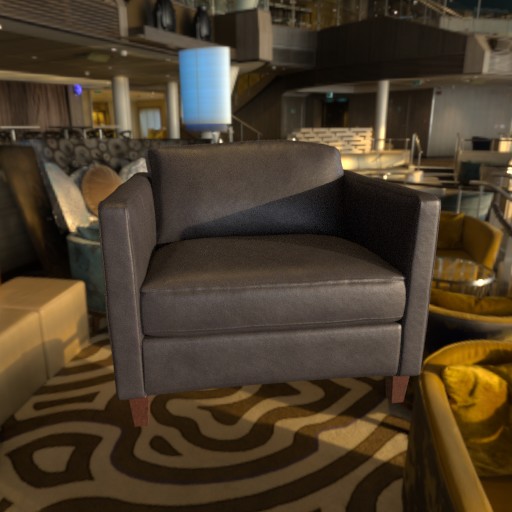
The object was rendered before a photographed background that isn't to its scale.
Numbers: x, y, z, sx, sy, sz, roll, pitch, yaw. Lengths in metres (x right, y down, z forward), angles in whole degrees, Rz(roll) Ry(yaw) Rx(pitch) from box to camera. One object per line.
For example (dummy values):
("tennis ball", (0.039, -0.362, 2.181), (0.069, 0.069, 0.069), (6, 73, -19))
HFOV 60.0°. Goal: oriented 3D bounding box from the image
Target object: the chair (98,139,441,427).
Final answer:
("chair", (0.000, 0.000, 1.619), (0.939, 0.811, 0.862), (-2, 16, -8))
